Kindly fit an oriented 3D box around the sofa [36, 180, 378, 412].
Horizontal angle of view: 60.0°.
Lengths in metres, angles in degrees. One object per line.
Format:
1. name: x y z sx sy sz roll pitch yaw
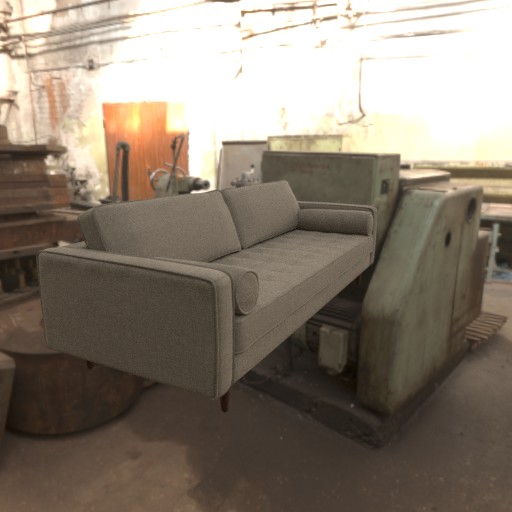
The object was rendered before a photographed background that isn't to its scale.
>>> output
1. sofa: 0.000 0.000 2.586 0.914 0.762 2.211 7 15 27
